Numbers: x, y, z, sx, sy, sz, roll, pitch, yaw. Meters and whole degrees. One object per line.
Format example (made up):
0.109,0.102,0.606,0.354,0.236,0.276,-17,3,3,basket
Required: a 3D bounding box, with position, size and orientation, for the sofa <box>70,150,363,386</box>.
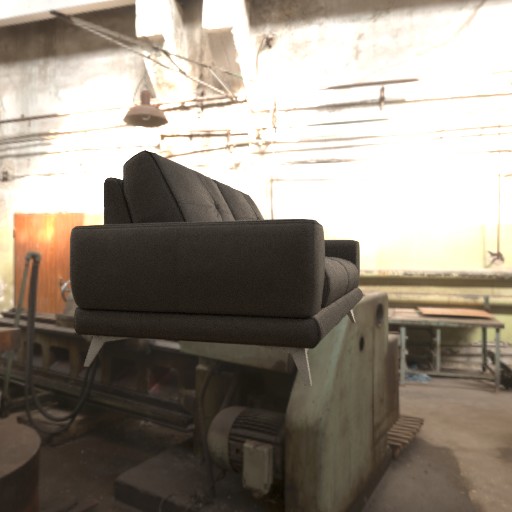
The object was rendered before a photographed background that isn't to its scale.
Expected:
0.000,0.000,2.430,1.018,0.907,1.806,0,-1,18,sofa
